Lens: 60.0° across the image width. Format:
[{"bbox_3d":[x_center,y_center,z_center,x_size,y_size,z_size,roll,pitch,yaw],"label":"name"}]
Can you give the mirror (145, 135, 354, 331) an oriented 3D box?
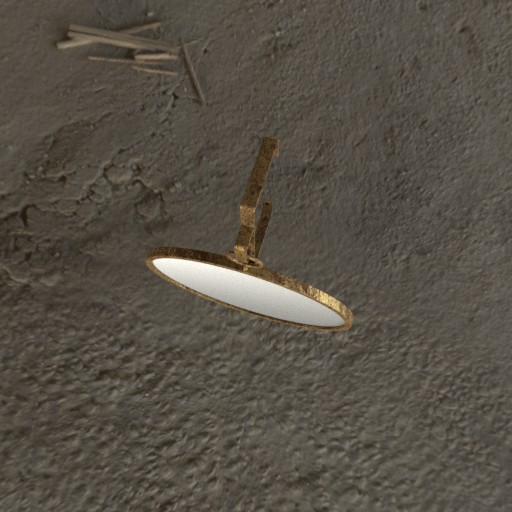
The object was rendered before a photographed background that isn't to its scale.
[{"bbox_3d":[0.000,0.000,0.862,0.447,0.651,0.144,17,75,5],"label":"mirror"}]
